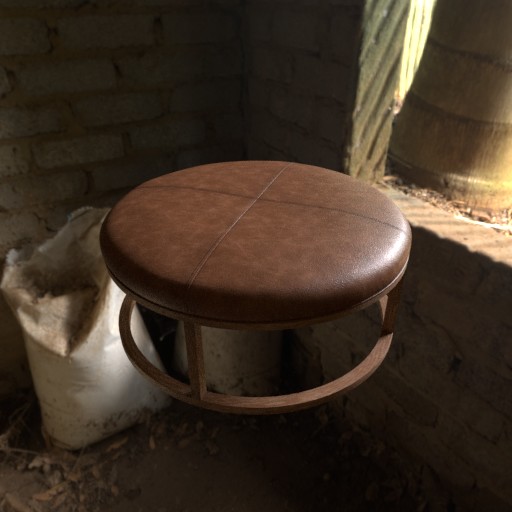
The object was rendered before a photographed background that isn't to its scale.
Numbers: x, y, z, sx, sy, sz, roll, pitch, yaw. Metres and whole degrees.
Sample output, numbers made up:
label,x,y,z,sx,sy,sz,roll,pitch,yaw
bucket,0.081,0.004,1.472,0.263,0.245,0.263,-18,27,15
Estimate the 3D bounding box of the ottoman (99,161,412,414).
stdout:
label,x,y,z,sx,sy,sz,roll,pitch,yaw
ottoman,0.000,0.000,1.559,1.006,0.445,1.006,0,31,0
